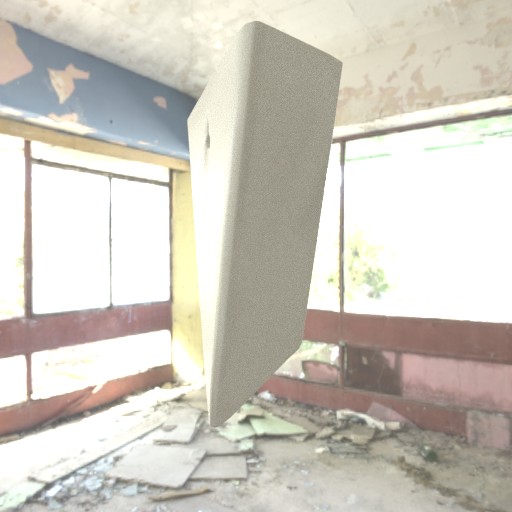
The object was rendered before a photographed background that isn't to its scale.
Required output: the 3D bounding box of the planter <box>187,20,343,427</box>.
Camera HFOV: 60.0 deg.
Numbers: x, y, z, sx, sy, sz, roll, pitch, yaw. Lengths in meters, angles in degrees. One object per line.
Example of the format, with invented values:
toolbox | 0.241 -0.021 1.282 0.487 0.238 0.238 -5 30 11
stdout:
planter | 0.000 0.000 0.264 0.060 0.197 0.150 0 -1 -19
